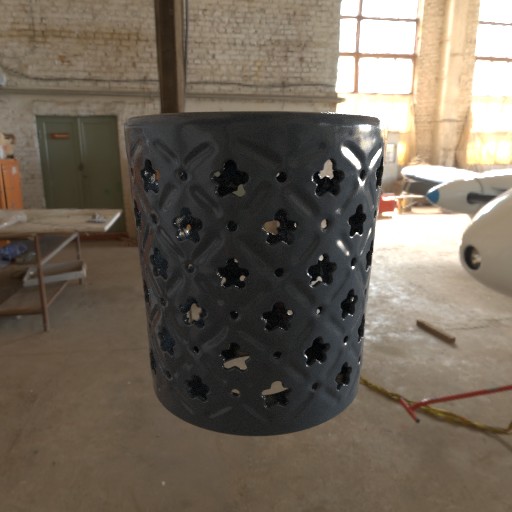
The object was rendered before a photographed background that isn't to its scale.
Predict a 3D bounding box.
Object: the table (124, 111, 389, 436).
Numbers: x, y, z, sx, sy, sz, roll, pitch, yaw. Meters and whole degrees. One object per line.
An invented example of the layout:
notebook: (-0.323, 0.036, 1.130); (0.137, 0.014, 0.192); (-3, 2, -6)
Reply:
table: (0.000, 0.000, 0.652); (0.352, 0.387, 0.352); (0, 14, 0)
